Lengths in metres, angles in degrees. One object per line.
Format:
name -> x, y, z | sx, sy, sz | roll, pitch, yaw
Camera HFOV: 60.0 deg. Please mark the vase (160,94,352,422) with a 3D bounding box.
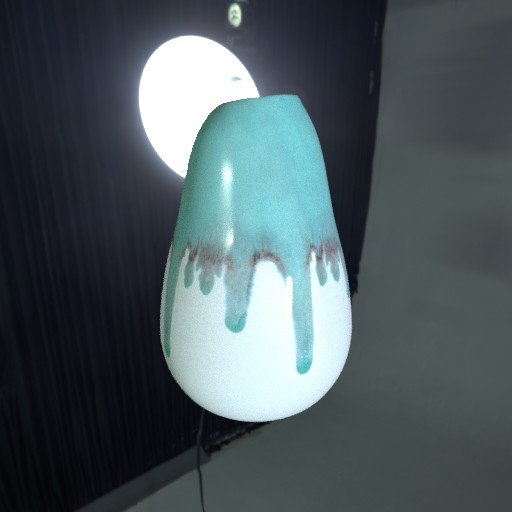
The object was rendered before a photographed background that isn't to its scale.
vase -> 0.000, 0.000, 0.263 | 0.116, 0.179, 0.116 | 0, 16, 0
